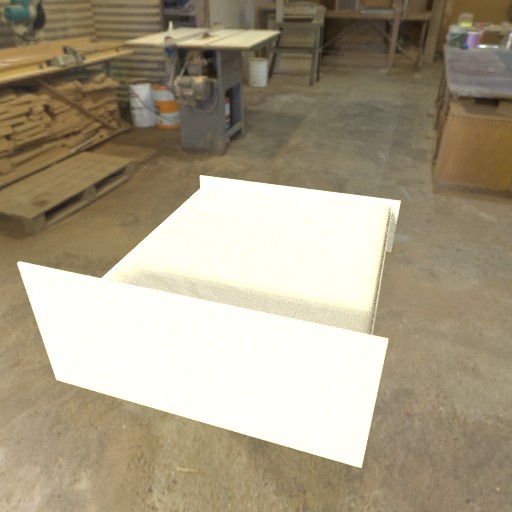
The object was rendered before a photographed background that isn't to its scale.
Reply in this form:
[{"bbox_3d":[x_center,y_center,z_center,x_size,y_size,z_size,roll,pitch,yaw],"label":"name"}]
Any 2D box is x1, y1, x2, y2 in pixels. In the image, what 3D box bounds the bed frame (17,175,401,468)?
[{"bbox_3d":[0.000,0.000,2.926,1.720,0.800,2.060,10,33,15],"label":"bed frame"}]
